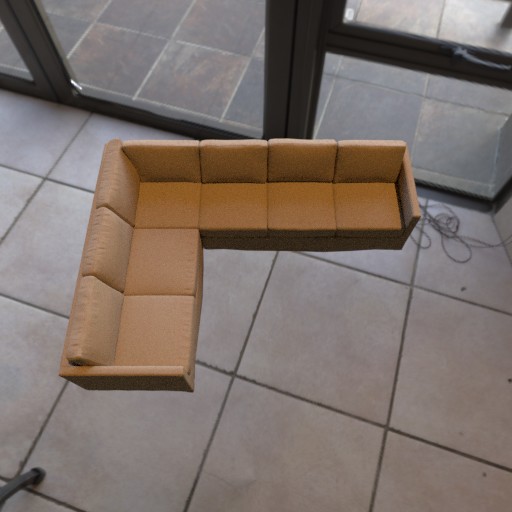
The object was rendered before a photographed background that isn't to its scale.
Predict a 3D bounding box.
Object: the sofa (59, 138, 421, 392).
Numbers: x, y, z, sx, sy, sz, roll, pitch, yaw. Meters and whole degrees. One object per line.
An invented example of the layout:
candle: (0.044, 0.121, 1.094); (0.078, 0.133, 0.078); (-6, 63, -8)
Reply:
sofa: (0.000, 0.000, 4.315); (3.182, 0.871, 2.432); (0, 63, 0)
